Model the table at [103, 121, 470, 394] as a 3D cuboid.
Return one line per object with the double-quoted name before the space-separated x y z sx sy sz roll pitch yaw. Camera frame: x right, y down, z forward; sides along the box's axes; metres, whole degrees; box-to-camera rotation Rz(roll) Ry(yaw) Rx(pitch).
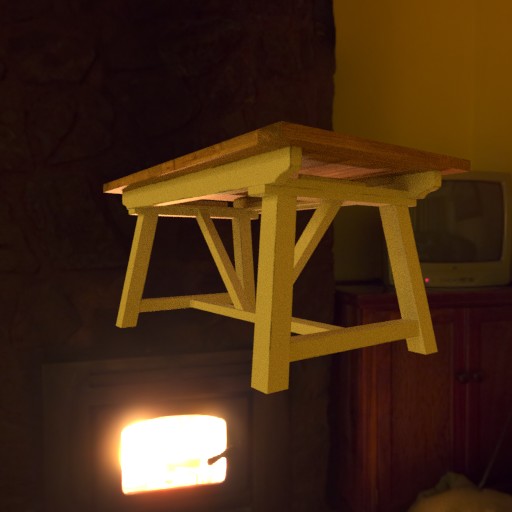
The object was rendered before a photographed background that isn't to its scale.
"table" 0.000 0.000 2.030 0.922 0.743 1.503 -1 2 -36
